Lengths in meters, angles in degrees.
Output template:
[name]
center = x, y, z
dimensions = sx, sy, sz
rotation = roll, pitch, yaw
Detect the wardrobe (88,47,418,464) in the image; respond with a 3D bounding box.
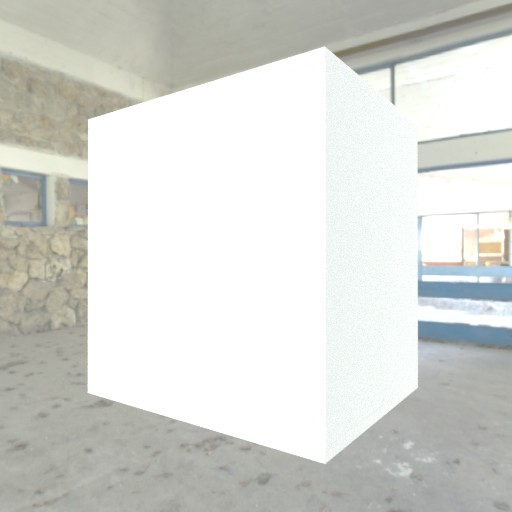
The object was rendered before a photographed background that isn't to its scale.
[wardrobe]
center = 0.000, 0.000, 0.859
dimensions = 0.500, 0.520, 0.400
rotation = 0, 0, 36
